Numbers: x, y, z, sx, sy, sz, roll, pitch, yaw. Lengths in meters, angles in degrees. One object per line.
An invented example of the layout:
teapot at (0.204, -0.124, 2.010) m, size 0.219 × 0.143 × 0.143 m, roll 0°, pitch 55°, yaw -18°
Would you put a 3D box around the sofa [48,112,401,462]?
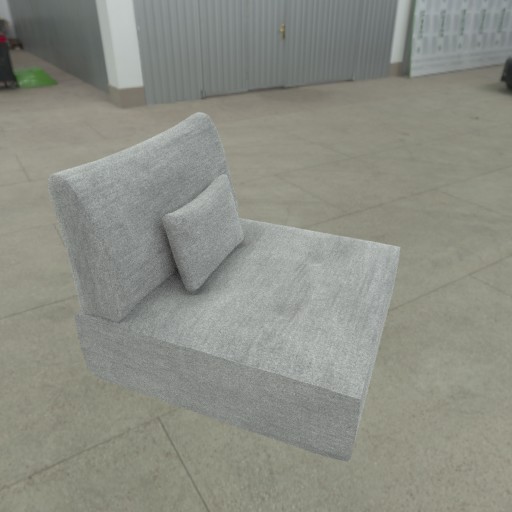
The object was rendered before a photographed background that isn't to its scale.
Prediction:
sofa at (0.000, 0.000, 1.689) m, size 1.000 × 0.820 × 0.930 m, roll 12°, pitch 32°, yaw 19°
